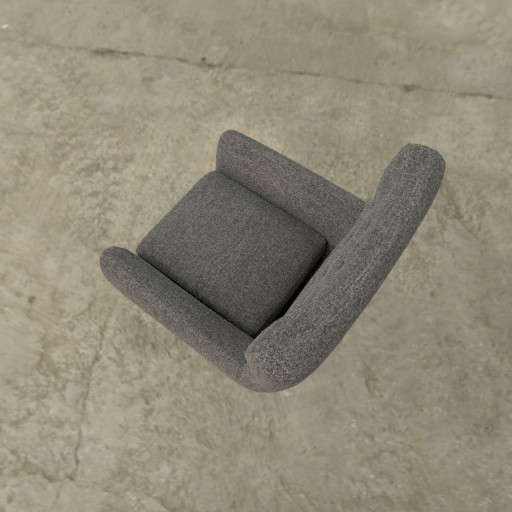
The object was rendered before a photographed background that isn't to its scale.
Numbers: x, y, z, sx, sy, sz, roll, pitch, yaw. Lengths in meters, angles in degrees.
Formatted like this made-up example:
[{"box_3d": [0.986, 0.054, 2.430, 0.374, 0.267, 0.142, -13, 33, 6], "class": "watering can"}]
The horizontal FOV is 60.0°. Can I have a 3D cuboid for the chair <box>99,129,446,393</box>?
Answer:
[{"box_3d": [0.000, 0.000, 1.775, 0.940, 1.039, 0.889, 34, 68, 16], "class": "chair"}]
